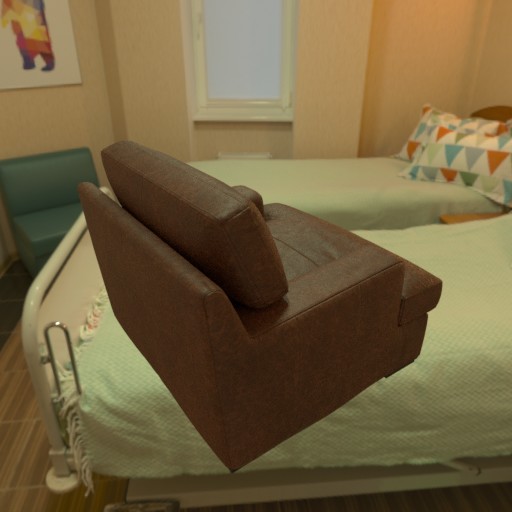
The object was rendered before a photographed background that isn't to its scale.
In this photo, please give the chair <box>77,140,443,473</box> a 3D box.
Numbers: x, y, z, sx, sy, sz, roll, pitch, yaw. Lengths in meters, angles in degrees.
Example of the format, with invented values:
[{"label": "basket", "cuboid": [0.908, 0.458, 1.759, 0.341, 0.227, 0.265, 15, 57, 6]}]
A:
[{"label": "chair", "cuboid": [0.000, 0.000, 1.929, 1.143, 0.939, 1.168, -18, 32, -31]}]
